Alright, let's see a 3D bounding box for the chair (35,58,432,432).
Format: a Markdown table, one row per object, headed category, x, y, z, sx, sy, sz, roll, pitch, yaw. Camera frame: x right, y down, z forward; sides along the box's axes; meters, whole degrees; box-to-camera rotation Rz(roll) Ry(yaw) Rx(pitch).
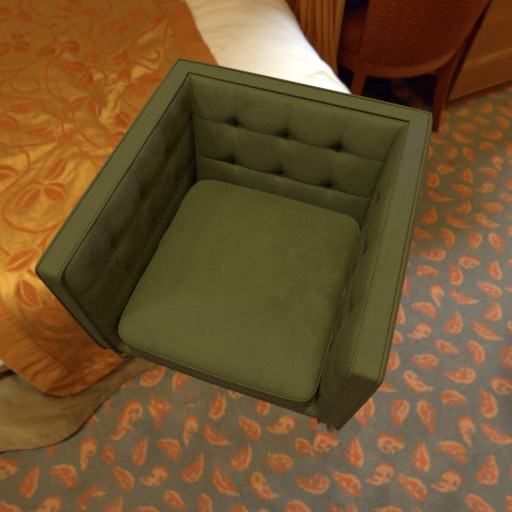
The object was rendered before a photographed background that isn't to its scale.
| category | x | y | z | sx | sy | sz | roll | pitch | yaw |
| --- | --- | --- | --- | --- | --- | --- | --- | --- | --- |
| chair | 0.000 | 0.000 | 1.531 | 0.880 | 0.790 | 0.894 | 16 | 60 | 10 |
